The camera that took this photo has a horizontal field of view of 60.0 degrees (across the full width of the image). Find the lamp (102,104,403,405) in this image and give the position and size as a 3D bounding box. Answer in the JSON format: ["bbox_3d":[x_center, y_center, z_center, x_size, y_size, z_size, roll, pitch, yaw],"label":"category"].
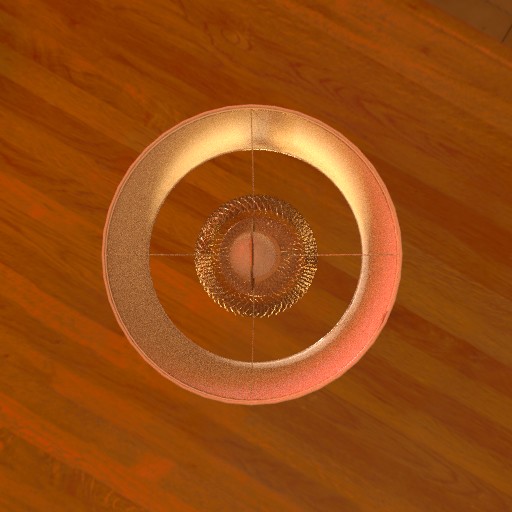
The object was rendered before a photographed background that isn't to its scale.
[{"bbox_3d":[0.000,0.000,0.807,0.353,0.578,0.353,0,90,1],"label":"lamp"}]
